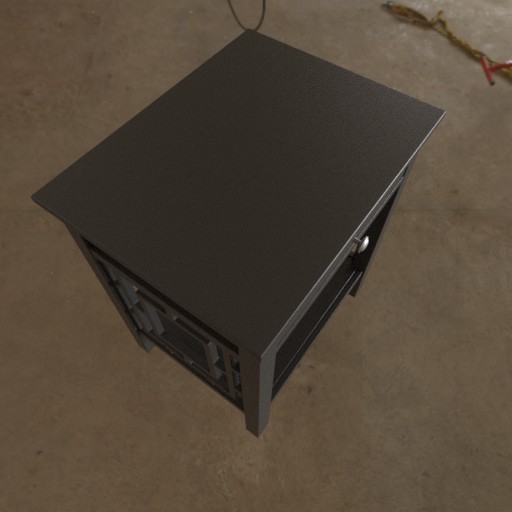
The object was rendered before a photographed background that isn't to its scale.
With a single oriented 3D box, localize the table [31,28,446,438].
[{"bbox_3d":[0.000,0.000,1.005,0.451,0.646,0.564,32,63,18],"label":"table"}]
